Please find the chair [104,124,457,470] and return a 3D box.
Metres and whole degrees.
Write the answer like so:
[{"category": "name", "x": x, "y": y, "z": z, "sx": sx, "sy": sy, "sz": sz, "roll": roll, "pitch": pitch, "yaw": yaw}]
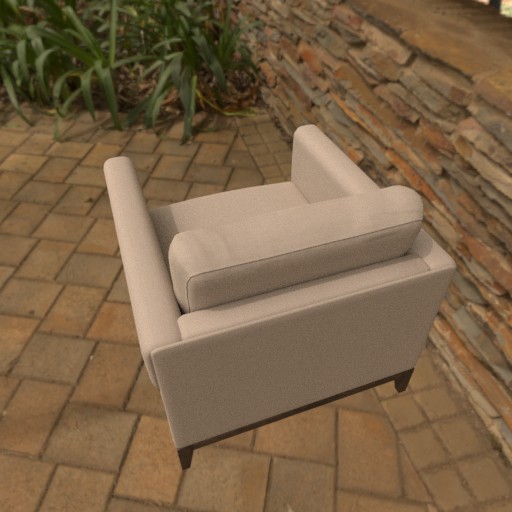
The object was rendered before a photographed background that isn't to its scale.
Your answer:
[{"category": "chair", "x": 0.000, "y": 0.000, "z": 1.634, "sx": 0.914, "sy": 0.838, "sz": 0.959, "roll": -14, "pitch": 44, "yaw": -15}]
